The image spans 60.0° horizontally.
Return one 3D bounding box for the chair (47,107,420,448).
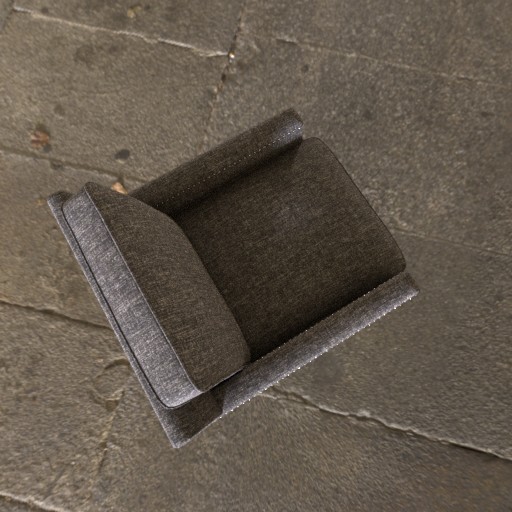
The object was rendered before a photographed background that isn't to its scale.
[{"bbox_3d":[0.000,0.000,1.657,1.014,0.943,0.853,-30,78,-7],"label":"chair"}]
